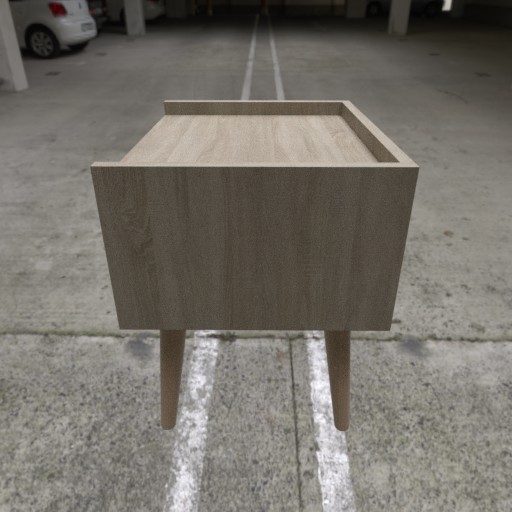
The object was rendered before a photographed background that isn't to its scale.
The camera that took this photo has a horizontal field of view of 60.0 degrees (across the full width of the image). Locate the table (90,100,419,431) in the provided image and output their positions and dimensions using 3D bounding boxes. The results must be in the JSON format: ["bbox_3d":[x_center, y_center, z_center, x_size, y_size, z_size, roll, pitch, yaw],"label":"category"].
[{"bbox_3d":[0.000,0.000,0.807,0.370,0.470,0.450,0,28,0],"label":"table"}]
